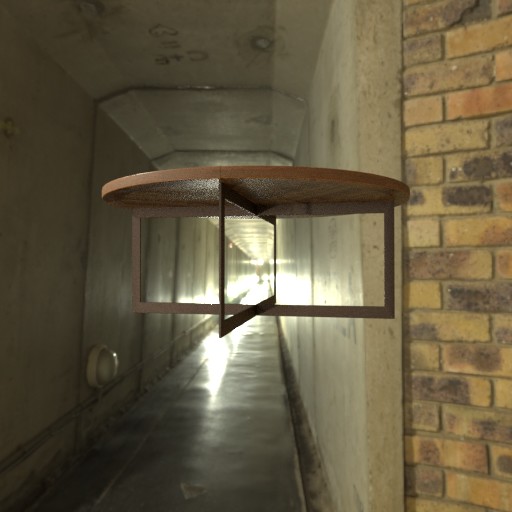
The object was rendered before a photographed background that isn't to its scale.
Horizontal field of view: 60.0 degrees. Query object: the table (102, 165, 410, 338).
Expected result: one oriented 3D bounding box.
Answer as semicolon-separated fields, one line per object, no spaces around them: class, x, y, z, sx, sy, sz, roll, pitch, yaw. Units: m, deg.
table;0.000;0.000;1.922;1.264;0.516;1.264;0;-1;0
